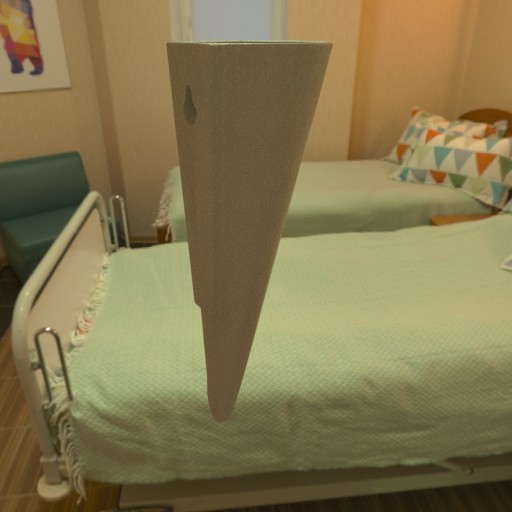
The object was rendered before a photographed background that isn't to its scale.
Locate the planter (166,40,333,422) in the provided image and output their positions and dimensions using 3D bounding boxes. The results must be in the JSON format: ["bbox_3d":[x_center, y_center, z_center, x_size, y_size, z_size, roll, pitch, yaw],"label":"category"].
[{"bbox_3d":[0.000,0.000,0.220,0.064,0.191,0.057,-19,32,-32],"label":"planter"}]
